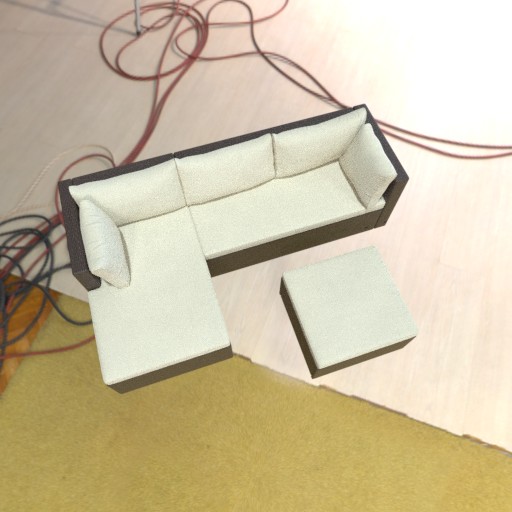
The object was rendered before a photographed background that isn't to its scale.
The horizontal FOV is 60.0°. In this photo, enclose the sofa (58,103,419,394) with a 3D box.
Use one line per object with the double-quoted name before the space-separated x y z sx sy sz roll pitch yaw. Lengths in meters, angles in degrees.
"sofa" 0.000 0.000 2.914 2.192 0.766 1.612 -17 65 -8
